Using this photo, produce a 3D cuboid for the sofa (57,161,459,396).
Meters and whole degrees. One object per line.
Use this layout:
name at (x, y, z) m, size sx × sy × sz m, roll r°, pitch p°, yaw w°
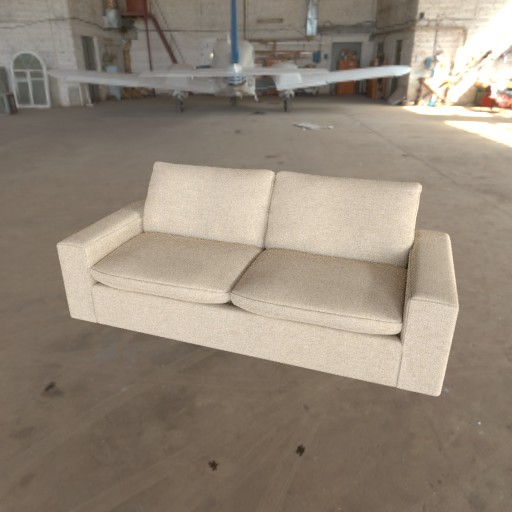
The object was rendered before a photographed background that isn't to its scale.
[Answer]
sofa at (0.000, 0.000, 2.811) m, size 2.299 × 0.922 × 1.040 m, roll 8°, pitch 25°, yaw 18°
